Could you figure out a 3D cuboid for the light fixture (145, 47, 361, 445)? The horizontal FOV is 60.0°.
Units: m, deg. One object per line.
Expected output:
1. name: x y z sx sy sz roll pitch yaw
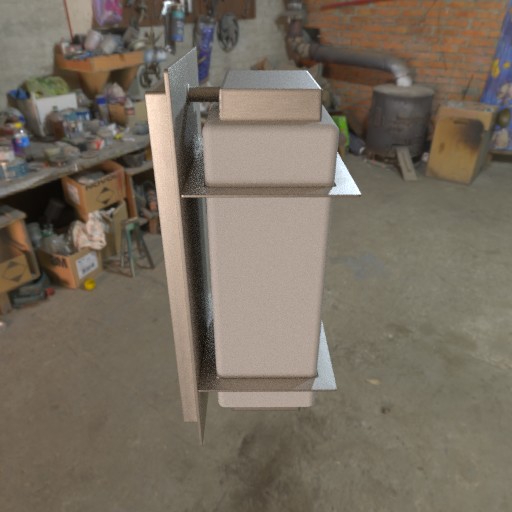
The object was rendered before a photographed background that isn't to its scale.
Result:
1. light fixture: 0.000 0.000 0.460 0.160 0.380 0.168 0 30 0
